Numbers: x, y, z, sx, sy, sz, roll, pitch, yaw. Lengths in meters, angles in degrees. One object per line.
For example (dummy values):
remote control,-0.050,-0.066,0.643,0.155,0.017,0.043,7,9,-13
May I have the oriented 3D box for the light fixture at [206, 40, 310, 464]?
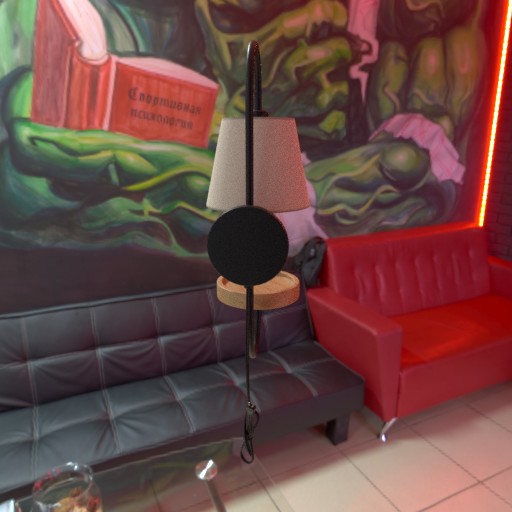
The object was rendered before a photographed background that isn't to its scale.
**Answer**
light fixture,0.000,0.000,0.935,0.220,0.821,0.299,2,15,6
